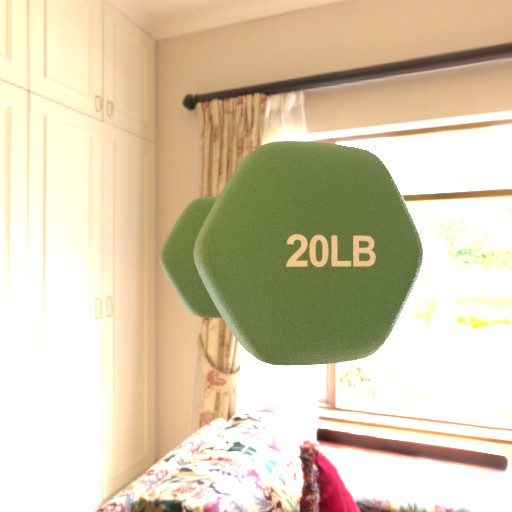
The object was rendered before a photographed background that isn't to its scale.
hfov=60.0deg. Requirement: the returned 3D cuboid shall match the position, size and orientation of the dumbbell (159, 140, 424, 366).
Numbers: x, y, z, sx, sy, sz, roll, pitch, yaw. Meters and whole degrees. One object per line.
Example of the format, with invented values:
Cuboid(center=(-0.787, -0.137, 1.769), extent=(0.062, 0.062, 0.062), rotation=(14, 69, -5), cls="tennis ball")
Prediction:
Cuboid(center=(0.000, 0.000, 0.331), extent=(0.126, 0.114, 0.257), rotation=(0, -1, -17), cls="dumbbell")
